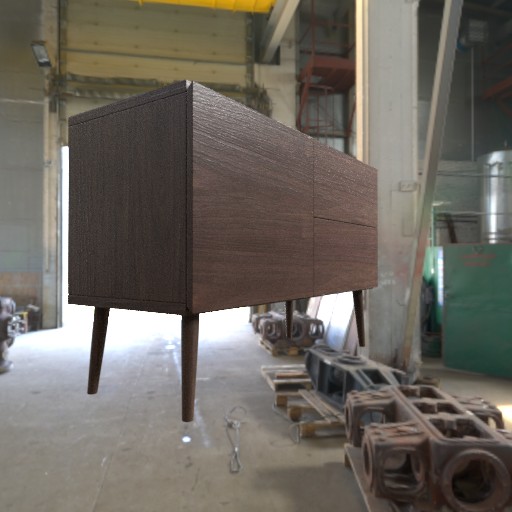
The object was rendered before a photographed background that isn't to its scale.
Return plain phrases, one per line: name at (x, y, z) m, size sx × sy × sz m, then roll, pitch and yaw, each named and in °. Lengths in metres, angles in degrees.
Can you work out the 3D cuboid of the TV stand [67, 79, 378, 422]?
TV stand at (0.000, 0.000, 1.346) m, size 0.405 × 0.660 × 0.990 m, roll 0°, pitch -1°, yaw 35°
